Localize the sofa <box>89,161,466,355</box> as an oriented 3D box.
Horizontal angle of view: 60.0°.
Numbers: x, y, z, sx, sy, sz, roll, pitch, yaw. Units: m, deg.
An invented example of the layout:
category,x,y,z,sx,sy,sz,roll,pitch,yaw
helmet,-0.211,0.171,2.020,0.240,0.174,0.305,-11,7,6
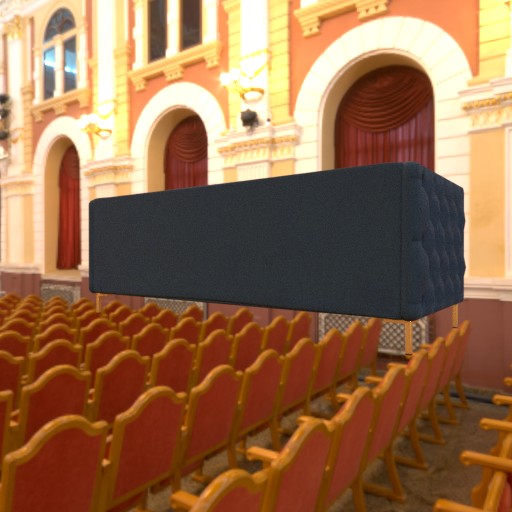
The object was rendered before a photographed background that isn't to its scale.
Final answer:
category,x,y,z,sx,sy,sz,roll,pitch,yaw
sofa,0.000,0.000,2.688,2.209,0.771,0.895,0,0,36
